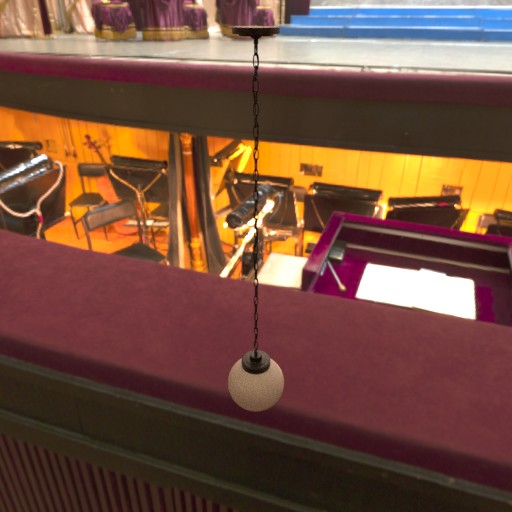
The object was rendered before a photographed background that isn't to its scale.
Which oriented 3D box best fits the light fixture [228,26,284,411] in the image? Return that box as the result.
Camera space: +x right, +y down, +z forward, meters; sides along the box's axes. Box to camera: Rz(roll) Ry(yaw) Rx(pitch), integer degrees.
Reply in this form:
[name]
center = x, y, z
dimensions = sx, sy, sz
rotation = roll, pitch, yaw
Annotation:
[light fixture]
center = 0.000, 0.000, 2.032
dimensions = 0.304, 1.867, 0.305
rotation = 9, 30, 16
